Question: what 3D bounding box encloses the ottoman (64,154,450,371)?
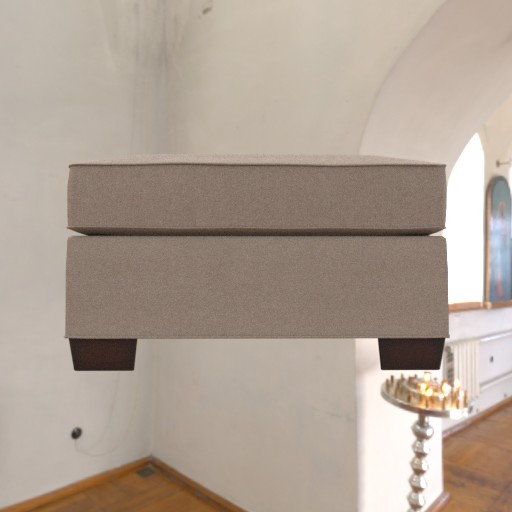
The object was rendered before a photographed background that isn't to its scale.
[{"bbox_3d":[0.000,0.000,1.256,0.846,0.503,0.617,0,0,-1],"label":"ottoman"}]
